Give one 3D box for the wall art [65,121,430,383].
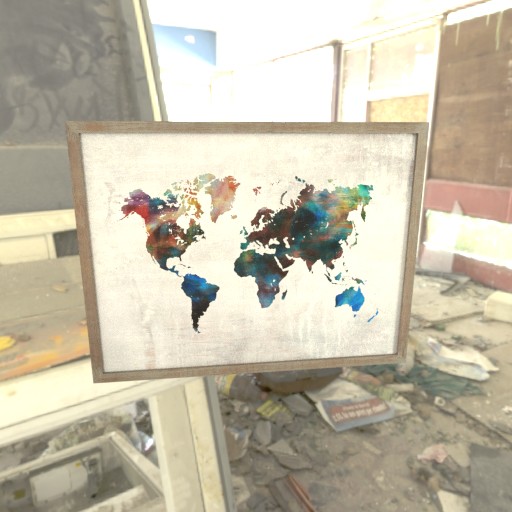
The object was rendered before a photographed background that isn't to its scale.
[{"bbox_3d":[0.000,0.000,1.334,1.012,0.774,0.019,-2,15,-7],"label":"wall art"}]
